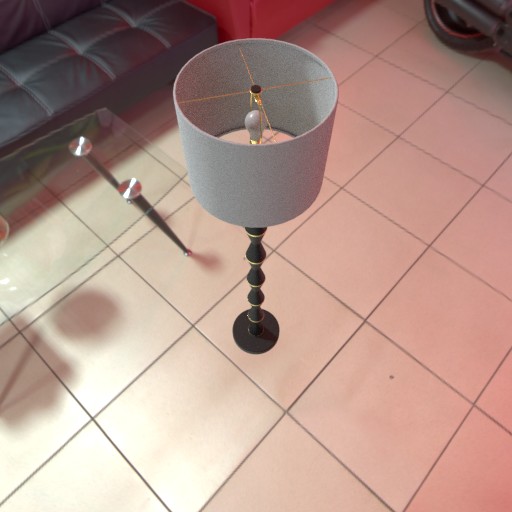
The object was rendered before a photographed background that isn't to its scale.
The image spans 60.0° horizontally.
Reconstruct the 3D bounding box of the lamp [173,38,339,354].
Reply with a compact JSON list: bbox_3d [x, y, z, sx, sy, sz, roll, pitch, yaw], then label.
[{"bbox_3d":[0.000,0.000,1.649,0.381,1.480,0.381,-12,59,-7],"label":"lamp"}]
